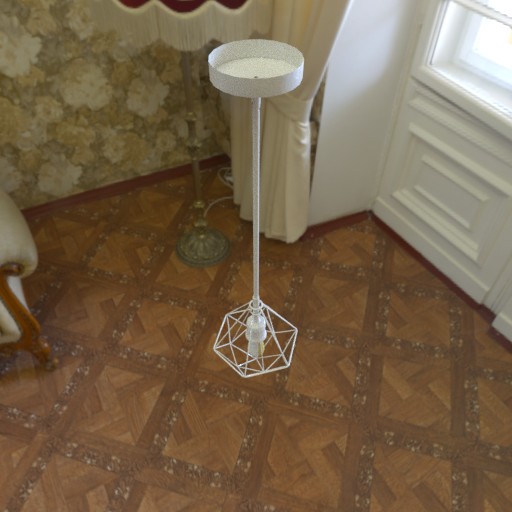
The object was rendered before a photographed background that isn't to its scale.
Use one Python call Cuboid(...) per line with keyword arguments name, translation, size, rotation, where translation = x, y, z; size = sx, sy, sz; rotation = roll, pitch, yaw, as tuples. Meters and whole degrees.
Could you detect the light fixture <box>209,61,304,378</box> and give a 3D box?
Cuboid(name="light fixture", translation=(0.000, 0.000, 2.002), size=(0.431, 1.764, 0.487), rotation=(11, 47, 10))
